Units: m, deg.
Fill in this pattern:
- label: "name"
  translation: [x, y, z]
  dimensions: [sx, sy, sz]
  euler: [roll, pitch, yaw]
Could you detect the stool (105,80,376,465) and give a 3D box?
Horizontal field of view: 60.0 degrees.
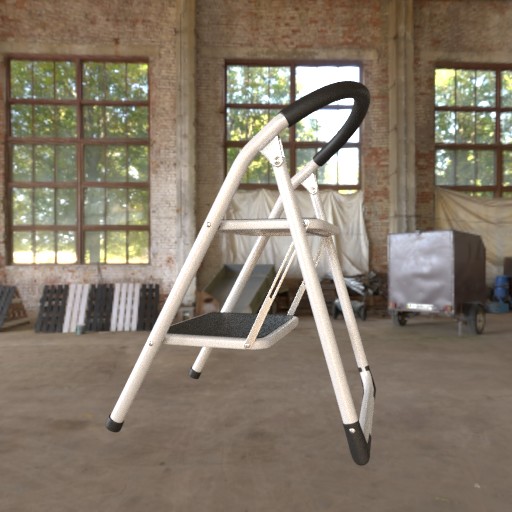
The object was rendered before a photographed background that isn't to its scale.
- label: "stool"
  translation: [0.000, 0.000, 1.087]
  dimensions: [0.559, 0.760, 0.453]
  euler: [0, 1, 17]
